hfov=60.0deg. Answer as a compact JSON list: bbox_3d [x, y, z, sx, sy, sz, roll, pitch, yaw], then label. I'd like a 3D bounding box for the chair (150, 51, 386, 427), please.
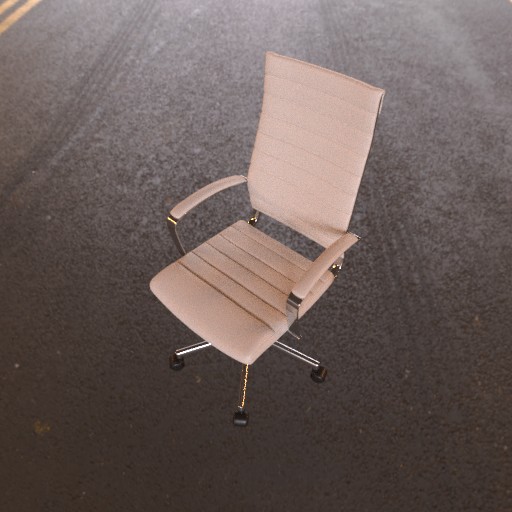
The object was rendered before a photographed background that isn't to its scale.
[{"bbox_3d":[0.000,0.000,1.587,0.679,1.149,0.679,32,53,28],"label":"chair"}]
